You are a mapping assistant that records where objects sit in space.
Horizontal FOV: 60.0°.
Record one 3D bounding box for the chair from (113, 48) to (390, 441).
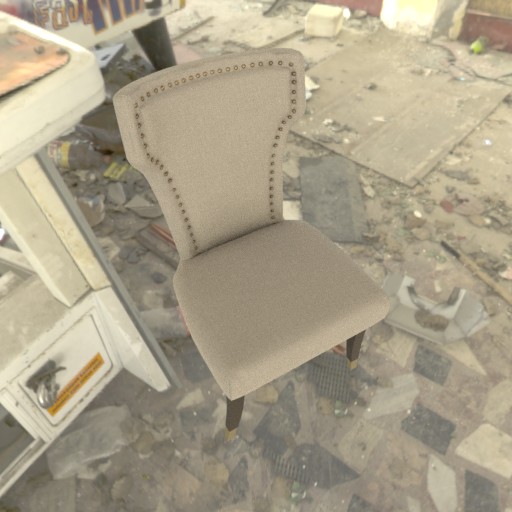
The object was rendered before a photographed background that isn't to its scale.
[{"bbox_3d":[0.000,0.000,1.293,0.526,0.950,0.630,-23,51,-20],"label":"chair"}]
